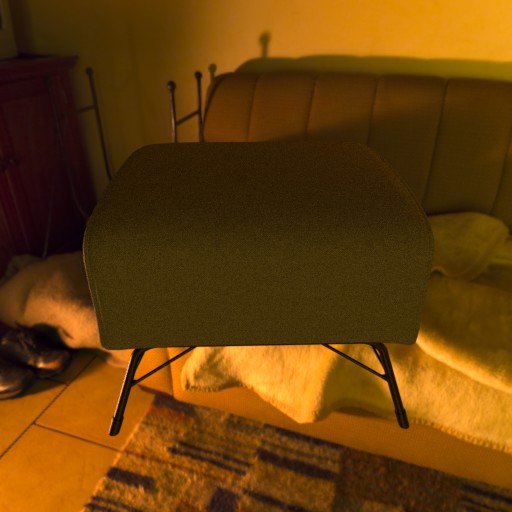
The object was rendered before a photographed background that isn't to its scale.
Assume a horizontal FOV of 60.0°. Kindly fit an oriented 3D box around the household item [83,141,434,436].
[{"bbox_3d":[0.000,0.000,0.904,0.530,0.410,0.530,-1,29,-1],"label":"household item"}]
